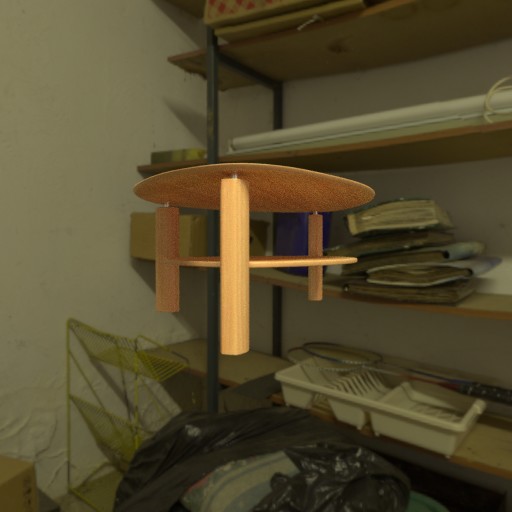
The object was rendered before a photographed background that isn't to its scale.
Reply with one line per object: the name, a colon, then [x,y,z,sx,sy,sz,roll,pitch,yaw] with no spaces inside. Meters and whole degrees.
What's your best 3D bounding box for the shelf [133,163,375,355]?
shelf: [0.000,0.000,1.637,0.845,0.440,1.246,0,1,17]
